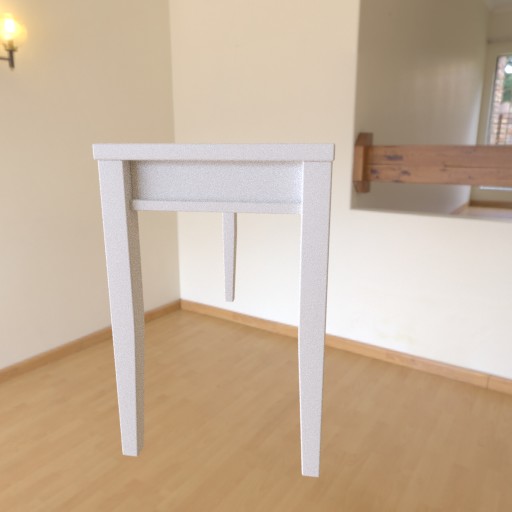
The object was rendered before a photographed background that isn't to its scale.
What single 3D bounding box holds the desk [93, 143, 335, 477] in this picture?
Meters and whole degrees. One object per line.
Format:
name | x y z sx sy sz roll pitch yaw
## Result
desk | 0.000 0.000 1.577 0.508 0.775 1.220 2 14 9
